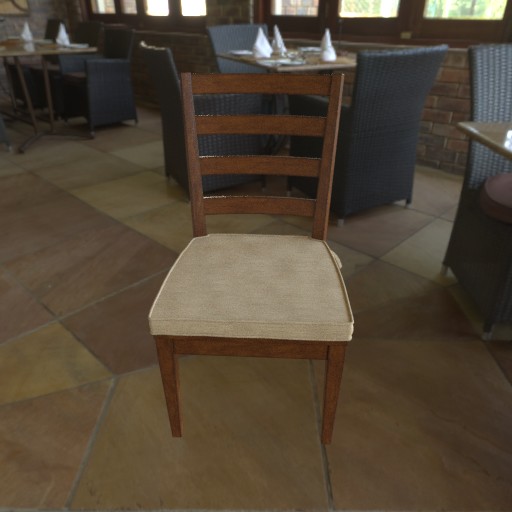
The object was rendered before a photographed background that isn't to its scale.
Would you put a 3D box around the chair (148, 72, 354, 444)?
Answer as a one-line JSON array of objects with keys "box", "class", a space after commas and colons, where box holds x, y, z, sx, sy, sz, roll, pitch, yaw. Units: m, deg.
[{"box": [0.000, 0.000, 1.351, 0.593, 0.979, 0.595, 2, 29, 3], "class": "chair"}]
